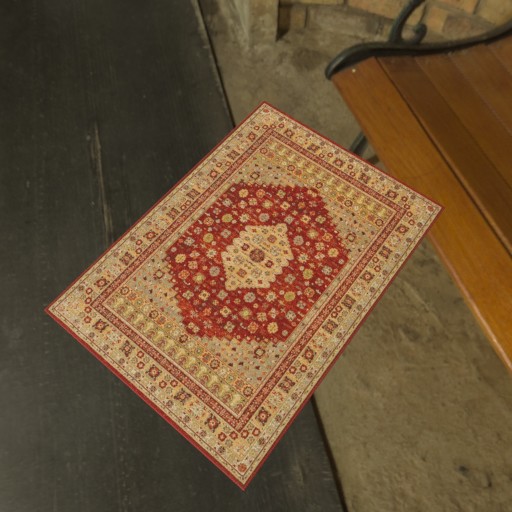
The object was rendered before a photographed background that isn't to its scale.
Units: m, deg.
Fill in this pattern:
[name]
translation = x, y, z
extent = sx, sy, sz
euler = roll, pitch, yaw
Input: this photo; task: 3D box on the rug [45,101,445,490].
[rug]
translation = 0.000, 0.000, 2.907
extent = 1.593, 0.013, 2.211
euler = 35, 69, 16
